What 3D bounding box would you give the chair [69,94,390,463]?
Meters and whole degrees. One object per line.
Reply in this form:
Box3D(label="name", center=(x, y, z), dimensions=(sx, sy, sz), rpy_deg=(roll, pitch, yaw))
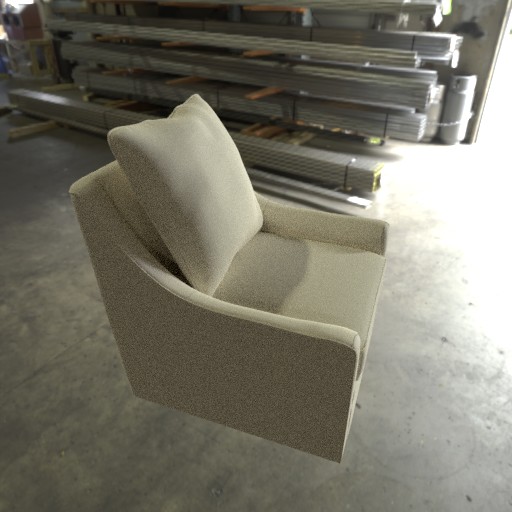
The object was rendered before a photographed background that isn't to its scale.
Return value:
Box3D(label="chair", center=(0.000, 0.000, 1.574), dimensions=(0.876, 0.965, 0.756), rpy_deg=(11, 33, 18))
